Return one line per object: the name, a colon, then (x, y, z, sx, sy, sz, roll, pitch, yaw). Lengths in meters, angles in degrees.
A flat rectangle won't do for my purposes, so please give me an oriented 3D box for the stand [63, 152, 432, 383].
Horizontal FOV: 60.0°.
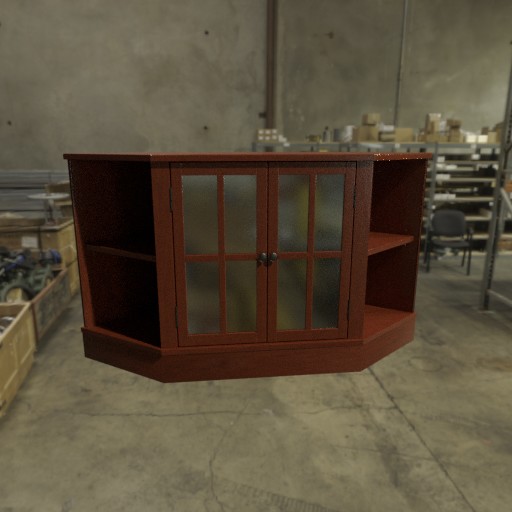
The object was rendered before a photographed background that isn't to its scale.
stand: (0.000, 0.000, 1.356, 1.072, 0.614, 0.381, -2, 14, -6)
